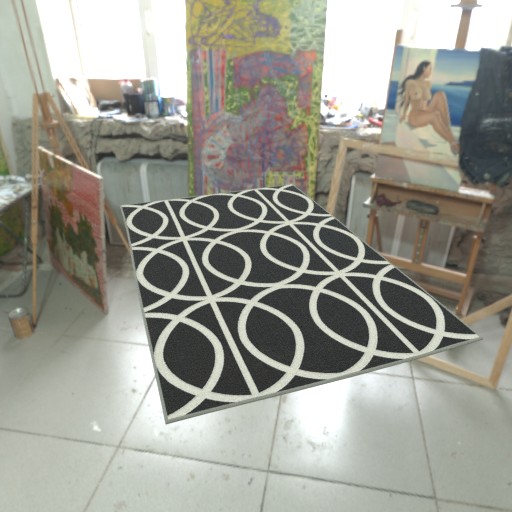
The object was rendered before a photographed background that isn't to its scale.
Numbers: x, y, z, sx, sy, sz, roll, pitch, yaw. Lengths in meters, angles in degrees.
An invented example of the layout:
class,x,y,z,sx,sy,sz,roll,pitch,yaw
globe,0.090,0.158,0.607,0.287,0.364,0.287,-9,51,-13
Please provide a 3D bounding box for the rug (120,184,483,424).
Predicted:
class,x,y,z,sx,sy,sz,roll,pitch,yaw
rug,0.000,0.000,2.839,1.526,0.014,2.290,-10,31,-17
